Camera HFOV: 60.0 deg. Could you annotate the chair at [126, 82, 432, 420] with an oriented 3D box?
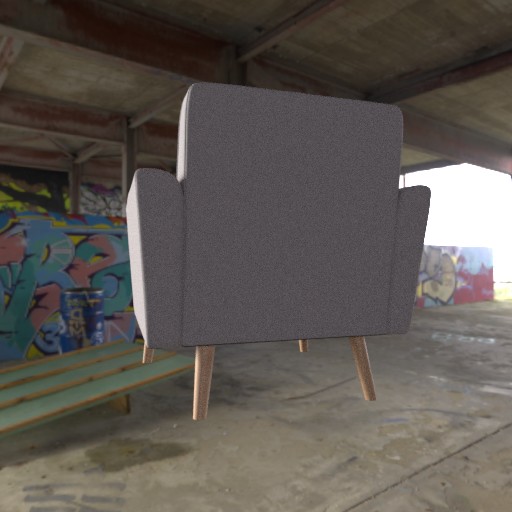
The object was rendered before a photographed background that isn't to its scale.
[{"bbox_3d":[0.000,0.000,1.405,0.780,0.780,0.750,0,0,-18],"label":"chair"}]
